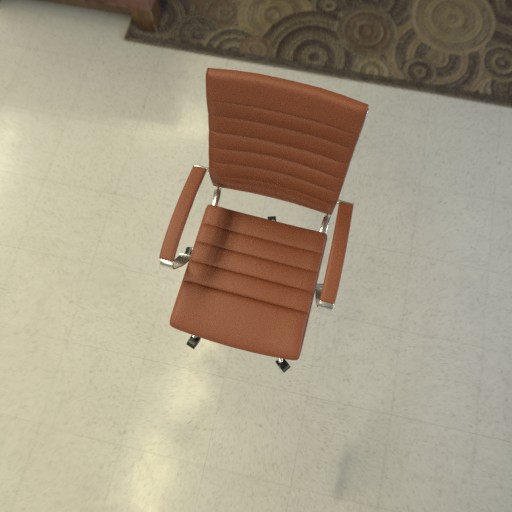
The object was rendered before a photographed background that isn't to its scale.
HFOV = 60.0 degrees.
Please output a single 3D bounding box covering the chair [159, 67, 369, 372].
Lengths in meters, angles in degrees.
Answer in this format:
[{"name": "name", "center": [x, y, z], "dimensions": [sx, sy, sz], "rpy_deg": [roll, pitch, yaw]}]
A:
[{"name": "chair", "center": [0.000, 0.000, 1.628], "dimensions": [0.766, 1.149, 0.739], "rpy_deg": [14, 75, 4]}]
